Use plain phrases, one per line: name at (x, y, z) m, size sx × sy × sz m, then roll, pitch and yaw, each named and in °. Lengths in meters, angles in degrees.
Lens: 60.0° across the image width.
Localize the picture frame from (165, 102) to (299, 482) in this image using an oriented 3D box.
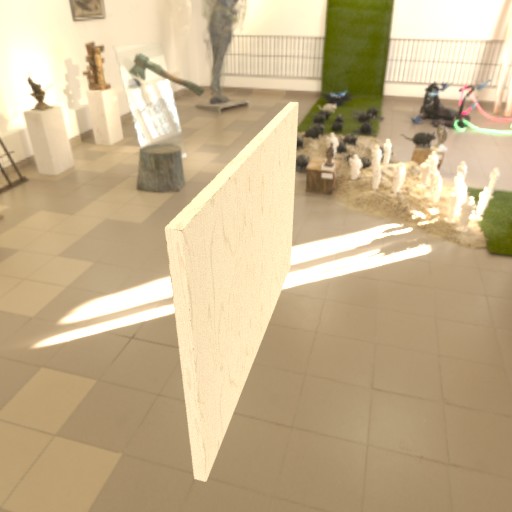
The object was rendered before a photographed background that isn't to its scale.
picture frame at (0.000, 0.000, 1.236) m, size 0.029 × 0.640 × 0.950 m, roll 8°, pitch 32°, yaw 13°
